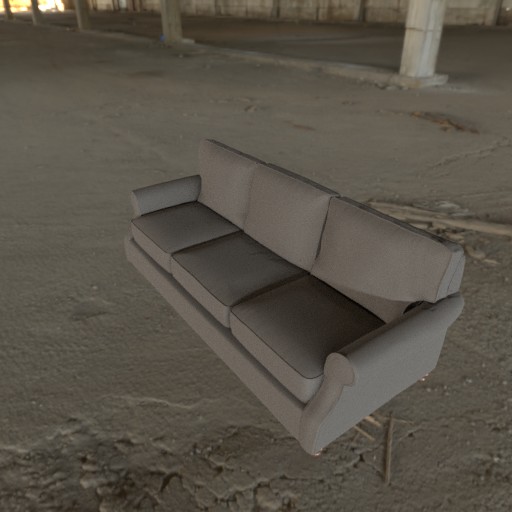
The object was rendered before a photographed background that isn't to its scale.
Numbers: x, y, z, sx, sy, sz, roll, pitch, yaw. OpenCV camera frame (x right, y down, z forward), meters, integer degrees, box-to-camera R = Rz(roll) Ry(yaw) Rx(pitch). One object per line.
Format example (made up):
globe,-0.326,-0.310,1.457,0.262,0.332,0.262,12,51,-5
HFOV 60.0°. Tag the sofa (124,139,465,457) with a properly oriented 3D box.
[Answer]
sofa,0.000,0.000,2.799,0.966,0.948,2.353,-20,36,-30
